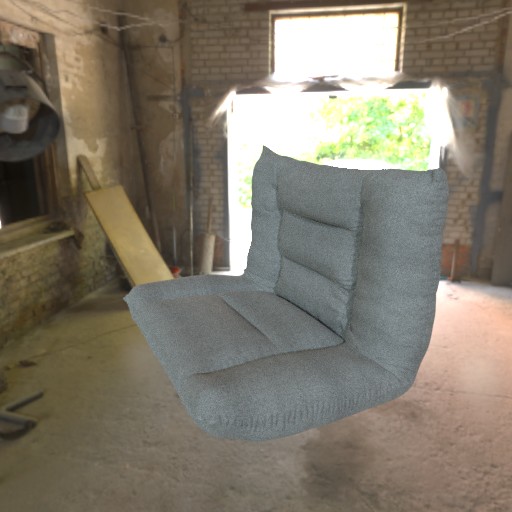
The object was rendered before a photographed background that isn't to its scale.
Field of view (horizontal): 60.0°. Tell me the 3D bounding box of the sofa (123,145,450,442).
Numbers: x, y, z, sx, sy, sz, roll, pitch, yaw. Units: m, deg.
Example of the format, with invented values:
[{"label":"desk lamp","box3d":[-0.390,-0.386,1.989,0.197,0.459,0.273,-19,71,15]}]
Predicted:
[{"label":"sofa","box3d":[0.000,0.000,1.691,0.847,0.795,1.144,-7,17,-25]}]
